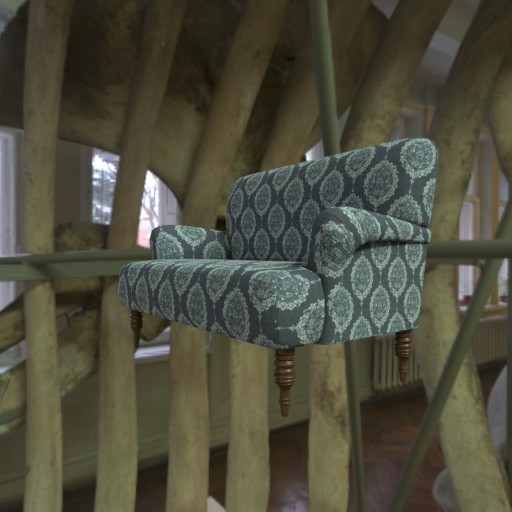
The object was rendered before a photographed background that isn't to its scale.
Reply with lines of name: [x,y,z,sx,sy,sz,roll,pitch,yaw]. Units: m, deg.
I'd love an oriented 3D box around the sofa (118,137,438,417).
sofa: [0.000,0.000,1.831,0.779,0.867,1.297,-1,1,-37]
